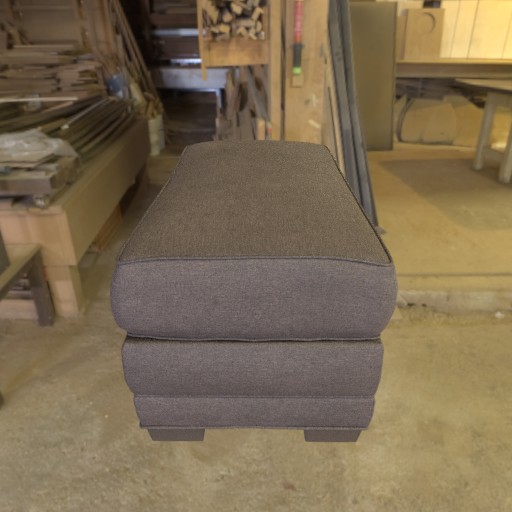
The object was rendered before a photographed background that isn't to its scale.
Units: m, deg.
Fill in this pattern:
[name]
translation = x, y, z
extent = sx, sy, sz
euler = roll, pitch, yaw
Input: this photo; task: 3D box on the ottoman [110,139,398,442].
[ottoman]
translation = 0.000, 0.000, 1.158
extent = 0.490, 0.448, 0.864
euler = 0, 27, 0
